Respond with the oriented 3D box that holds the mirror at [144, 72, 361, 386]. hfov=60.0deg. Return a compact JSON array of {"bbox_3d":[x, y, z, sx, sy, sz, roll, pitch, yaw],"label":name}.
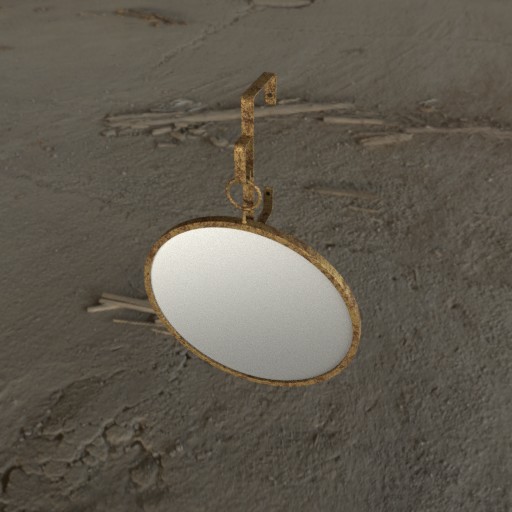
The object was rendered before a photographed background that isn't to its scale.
[{"bbox_3d":[0.000,0.000,0.857,0.447,0.651,0.144,13,43,14],"label":"mirror"}]
